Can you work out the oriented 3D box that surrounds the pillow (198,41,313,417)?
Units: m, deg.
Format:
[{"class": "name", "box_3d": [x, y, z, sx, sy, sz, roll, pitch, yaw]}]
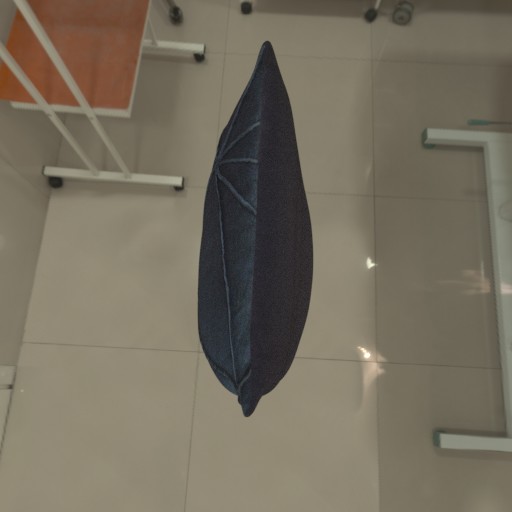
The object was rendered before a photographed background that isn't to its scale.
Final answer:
[{"class": "pillow", "box_3d": [0.000, 0.000, 0.684, 0.183, 0.440, 0.439, 3, 74, 1]}]
